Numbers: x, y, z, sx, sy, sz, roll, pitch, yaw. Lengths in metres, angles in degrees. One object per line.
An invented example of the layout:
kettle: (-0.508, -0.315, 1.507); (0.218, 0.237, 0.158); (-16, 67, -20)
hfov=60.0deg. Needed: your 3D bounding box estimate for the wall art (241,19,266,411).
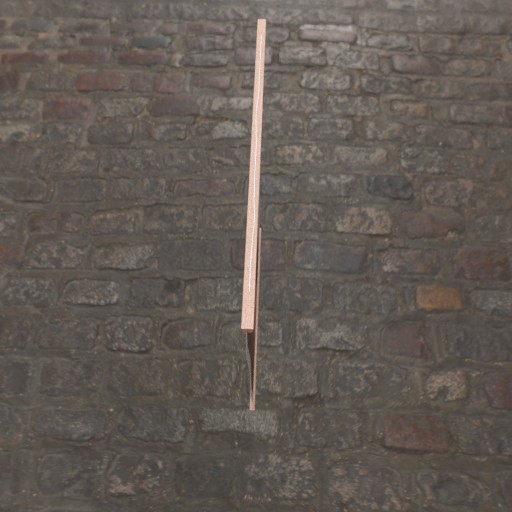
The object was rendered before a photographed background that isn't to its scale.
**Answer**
wall art: (0.000, 0.000, 1.330); (0.020, 1.013, 0.758); (2, 64, 1)
